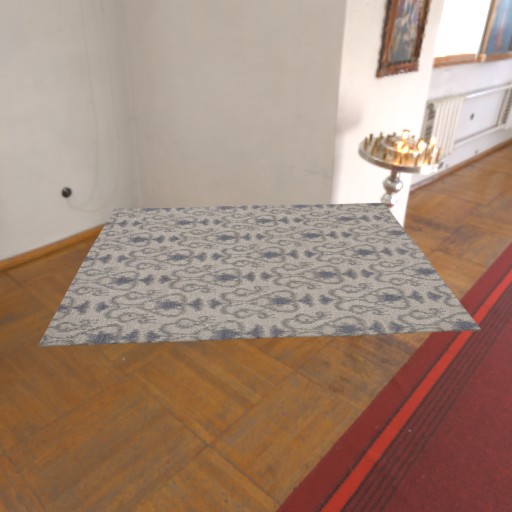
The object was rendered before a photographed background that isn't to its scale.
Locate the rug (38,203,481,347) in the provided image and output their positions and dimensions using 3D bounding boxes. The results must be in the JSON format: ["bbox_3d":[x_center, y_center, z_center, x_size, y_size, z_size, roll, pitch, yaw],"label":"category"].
[{"bbox_3d":[0.000,0.000,2.965,2.261,0.013,1.676,-2,30,-3],"label":"rug"}]
